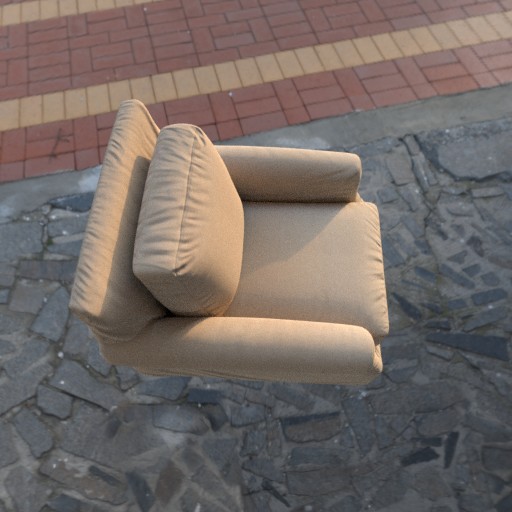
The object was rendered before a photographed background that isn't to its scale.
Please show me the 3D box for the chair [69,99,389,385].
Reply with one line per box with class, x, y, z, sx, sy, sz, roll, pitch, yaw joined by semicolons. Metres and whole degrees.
chair;0.000;0.000;1.759;1.066;0.866;0.940;2;63;1
